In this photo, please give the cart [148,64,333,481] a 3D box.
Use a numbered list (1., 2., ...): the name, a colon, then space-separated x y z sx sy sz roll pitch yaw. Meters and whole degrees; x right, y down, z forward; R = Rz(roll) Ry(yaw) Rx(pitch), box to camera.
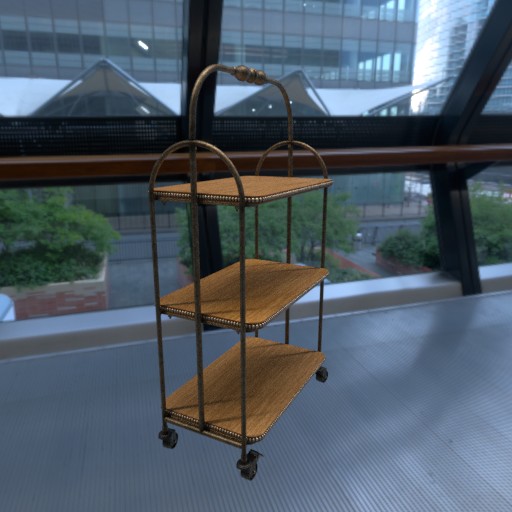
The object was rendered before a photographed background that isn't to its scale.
1. cart: 0.000 0.000 1.341 0.330 1.052 0.650 8 16 27
